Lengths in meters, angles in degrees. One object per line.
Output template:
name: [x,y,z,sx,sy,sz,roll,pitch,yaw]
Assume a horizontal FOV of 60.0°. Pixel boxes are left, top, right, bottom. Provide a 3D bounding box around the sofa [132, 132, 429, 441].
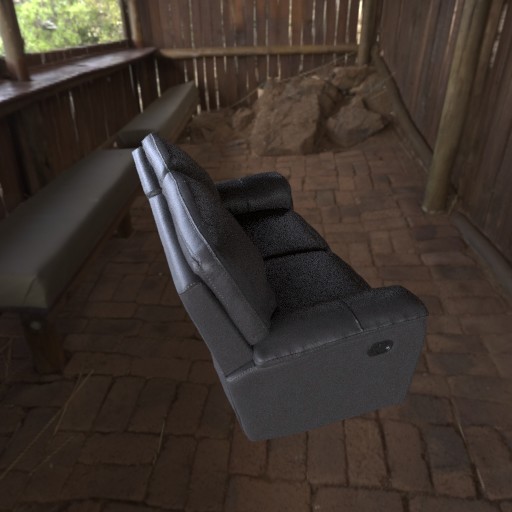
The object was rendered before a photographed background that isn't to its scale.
sofa: [0.000,0.000,2.460,1.104,1.111,1.765,-9,32,-16]
